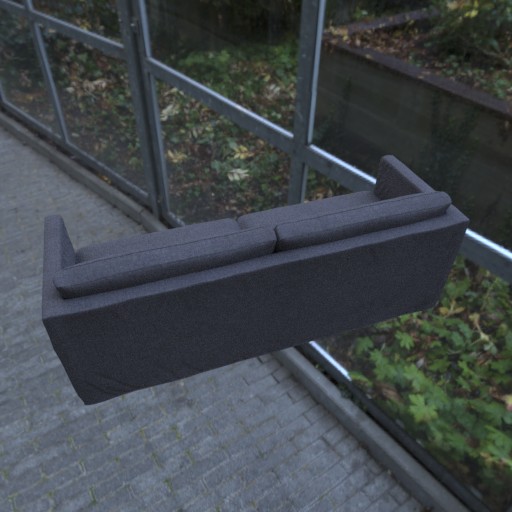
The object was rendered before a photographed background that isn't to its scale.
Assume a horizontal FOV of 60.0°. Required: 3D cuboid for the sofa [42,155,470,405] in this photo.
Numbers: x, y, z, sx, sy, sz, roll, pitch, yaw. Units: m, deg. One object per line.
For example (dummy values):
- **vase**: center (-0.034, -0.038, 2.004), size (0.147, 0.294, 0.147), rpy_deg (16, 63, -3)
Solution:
- **sofa**: center (0.000, 0.000, 3.250), size (2.779, 0.998, 1.036), rpy_deg (-13, 42, -14)
